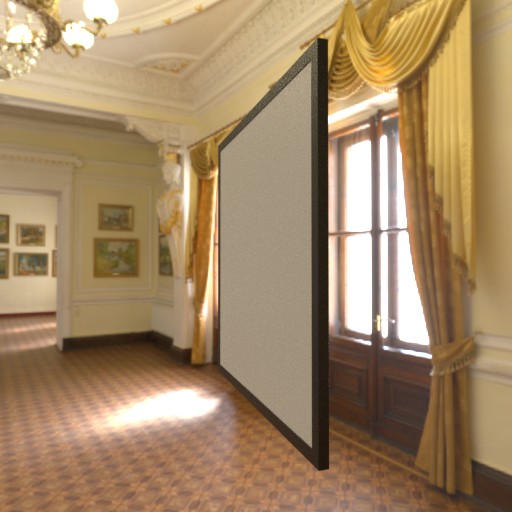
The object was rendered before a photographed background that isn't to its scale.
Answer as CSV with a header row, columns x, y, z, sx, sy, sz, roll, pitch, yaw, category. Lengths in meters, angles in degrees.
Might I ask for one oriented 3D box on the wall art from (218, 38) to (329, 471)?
x,y,z,sx,sy,sz,roll,pitch,yaw,category
0.000,0.000,1.212,0.022,0.807,0.807,0,-1,-18,wall art
